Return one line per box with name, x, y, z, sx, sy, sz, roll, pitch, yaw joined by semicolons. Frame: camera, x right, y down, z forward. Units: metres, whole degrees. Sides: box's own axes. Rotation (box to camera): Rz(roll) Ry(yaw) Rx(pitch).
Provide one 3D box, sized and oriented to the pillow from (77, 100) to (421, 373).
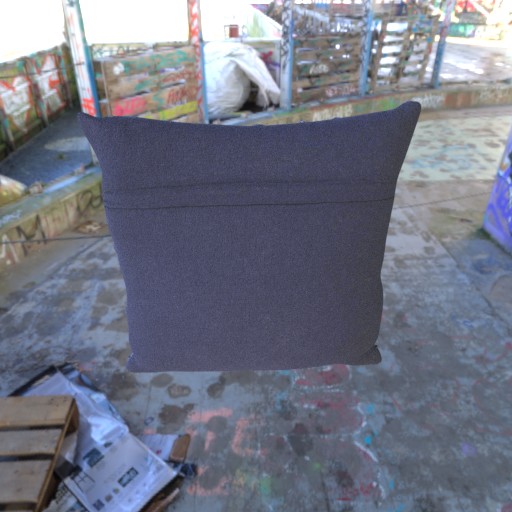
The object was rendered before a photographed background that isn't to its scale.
pillow;0.000;0.000;0.661;0.439;0.440;0.183;-2;31;-3
